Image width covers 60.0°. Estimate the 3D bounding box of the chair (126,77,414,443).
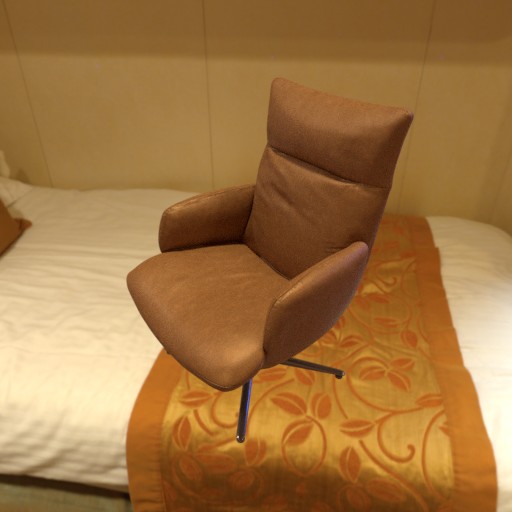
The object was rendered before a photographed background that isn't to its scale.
[{"bbox_3d":[0.000,0.000,1.548,0.794,1.027,0.711,-22,38,-30],"label":"chair"}]
